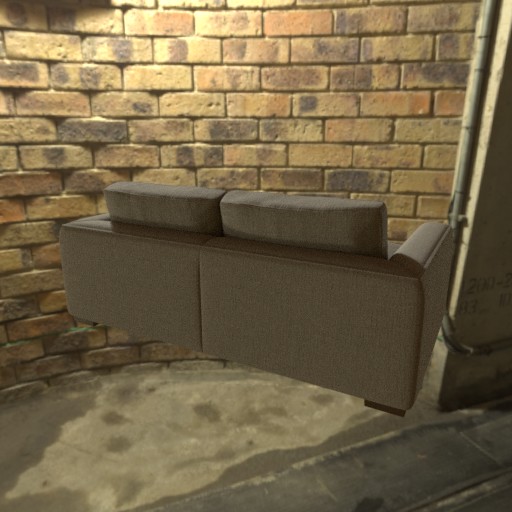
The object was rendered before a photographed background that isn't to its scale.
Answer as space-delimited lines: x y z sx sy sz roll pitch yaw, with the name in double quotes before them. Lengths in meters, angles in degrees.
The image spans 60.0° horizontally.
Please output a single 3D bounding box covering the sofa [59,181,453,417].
"sofa" 0.000 0.000 2.446 1.920 0.800 1.069 9 18 28
